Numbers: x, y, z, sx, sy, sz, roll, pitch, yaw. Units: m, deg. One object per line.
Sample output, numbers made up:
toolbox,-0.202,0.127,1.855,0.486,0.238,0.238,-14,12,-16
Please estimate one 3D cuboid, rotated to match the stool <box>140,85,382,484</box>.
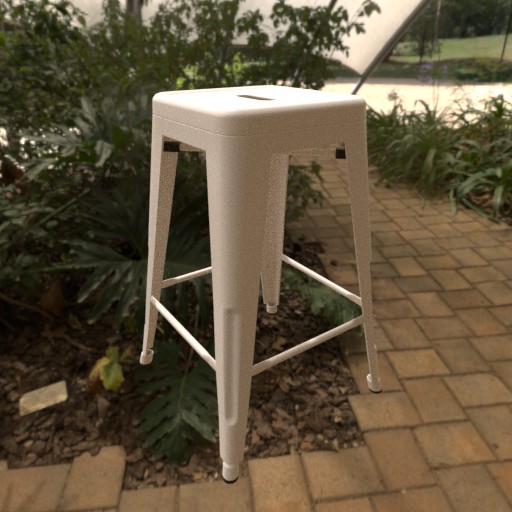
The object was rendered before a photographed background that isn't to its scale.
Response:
stool,0.000,0.000,0.885,0.406,0.610,0.406,-17,31,-31
